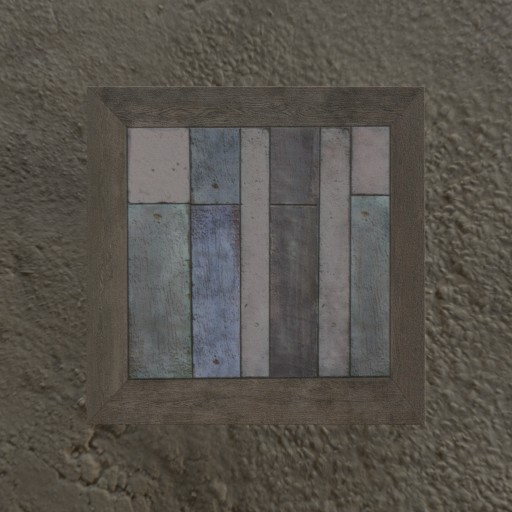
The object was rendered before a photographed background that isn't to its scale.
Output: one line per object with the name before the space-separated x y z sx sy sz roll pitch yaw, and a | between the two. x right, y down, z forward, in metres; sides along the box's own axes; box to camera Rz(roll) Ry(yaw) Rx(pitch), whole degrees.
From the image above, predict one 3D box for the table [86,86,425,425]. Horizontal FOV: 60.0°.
table | 0.000 0.000 1.102 0.610 0.610 0.610 0 90 0
